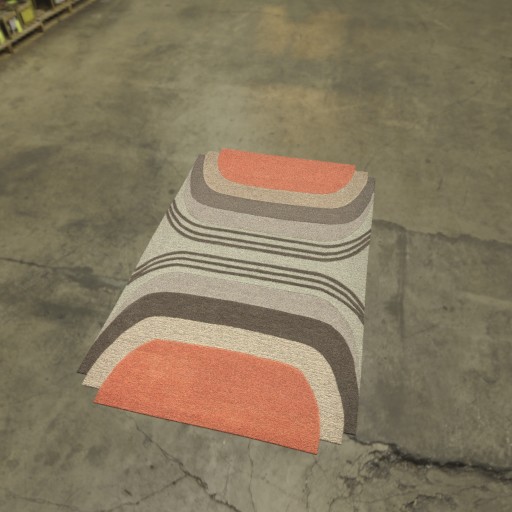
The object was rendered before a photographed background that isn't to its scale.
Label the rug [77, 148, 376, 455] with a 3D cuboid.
[{"bbox_3d":[0.000,0.000,3.050,1.530,0.017,2.446,10,47,9],"label":"rug"}]
